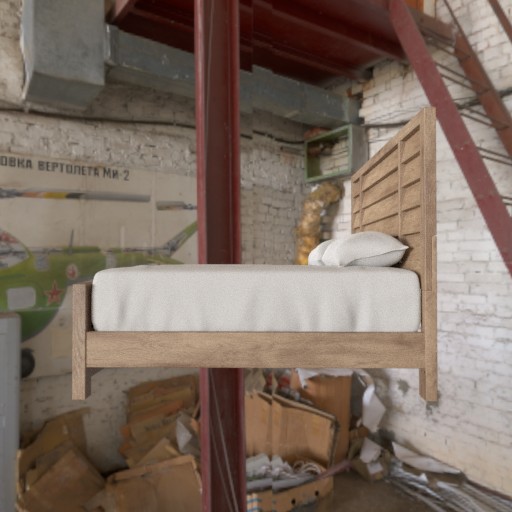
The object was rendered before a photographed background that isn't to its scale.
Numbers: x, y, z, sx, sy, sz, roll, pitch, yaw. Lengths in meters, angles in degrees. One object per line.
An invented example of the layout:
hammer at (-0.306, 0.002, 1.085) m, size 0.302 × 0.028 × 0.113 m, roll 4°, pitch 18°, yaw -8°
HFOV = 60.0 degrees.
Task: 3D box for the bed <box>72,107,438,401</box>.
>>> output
bed at (0.000, 0.000, 3.474) m, size 2.032 × 1.626 × 2.032 m, roll 0°, pitch -1°, yaw 1°
